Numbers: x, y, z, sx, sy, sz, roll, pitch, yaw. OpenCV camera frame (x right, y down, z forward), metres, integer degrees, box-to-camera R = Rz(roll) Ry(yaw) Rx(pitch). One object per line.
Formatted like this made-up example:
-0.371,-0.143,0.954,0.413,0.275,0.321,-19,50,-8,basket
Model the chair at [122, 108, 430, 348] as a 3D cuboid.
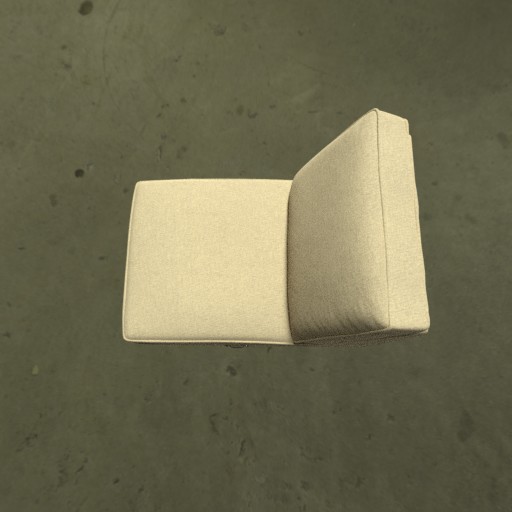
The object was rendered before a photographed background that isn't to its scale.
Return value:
0.000,0.000,1.580,0.938,0.970,0.621,0,76,0,chair
